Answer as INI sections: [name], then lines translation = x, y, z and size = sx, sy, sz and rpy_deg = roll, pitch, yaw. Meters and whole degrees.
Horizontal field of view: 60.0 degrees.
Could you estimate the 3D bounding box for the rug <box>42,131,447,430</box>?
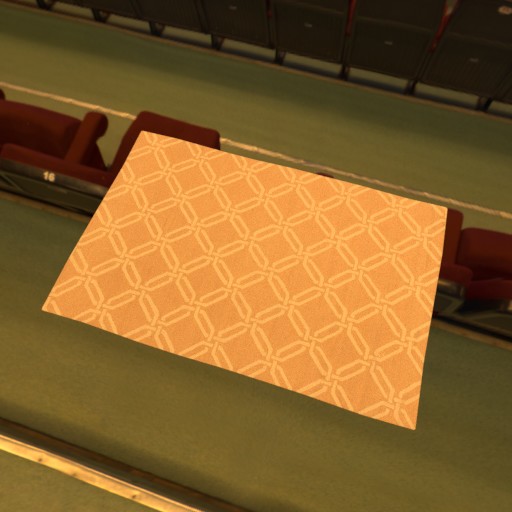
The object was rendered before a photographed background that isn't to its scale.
[rug]
translation = 0.000, 0.000, 2.180
size = 1.745, 0.010, 1.146
rpy_deg = 16, 65, 8
